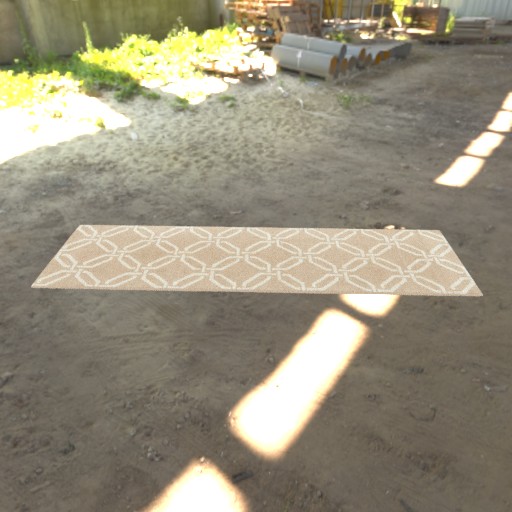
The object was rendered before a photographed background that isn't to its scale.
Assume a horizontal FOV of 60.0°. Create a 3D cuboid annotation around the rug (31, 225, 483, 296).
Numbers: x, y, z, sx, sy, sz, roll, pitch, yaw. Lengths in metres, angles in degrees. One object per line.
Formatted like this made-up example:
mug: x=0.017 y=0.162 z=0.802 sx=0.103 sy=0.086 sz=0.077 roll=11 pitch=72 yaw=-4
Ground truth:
rug: x=0.000 y=0.000 z=2.514 sx=2.276 sy=0.014 sz=0.678 roll=1 pitch=32 yaw=2
